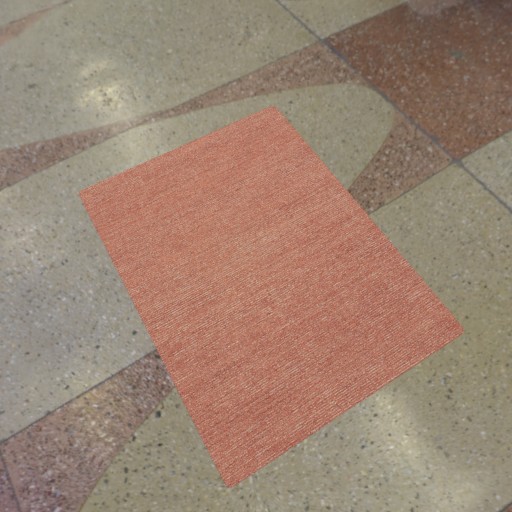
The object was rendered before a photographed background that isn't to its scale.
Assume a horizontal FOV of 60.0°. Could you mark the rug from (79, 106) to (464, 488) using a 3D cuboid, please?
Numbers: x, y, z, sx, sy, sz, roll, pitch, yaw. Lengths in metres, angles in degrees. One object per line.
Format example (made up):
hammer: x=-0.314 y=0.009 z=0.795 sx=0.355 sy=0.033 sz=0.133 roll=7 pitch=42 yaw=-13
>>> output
rug: x=0.000 y=0.000 z=2.812 sx=1.594 sy=0.009 sz=2.112 roll=-28 pitch=66 yaw=-14
